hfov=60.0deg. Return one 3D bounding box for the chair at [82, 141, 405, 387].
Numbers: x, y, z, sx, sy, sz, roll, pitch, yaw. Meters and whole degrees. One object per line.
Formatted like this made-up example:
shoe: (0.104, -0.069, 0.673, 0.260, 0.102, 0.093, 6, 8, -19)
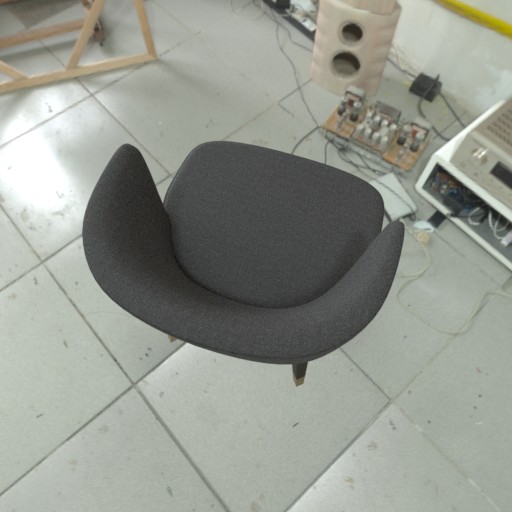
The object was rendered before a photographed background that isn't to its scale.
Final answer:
chair: (0.000, 0.000, 1.223, 0.639, 0.695, 0.698, 17, 66, 8)
